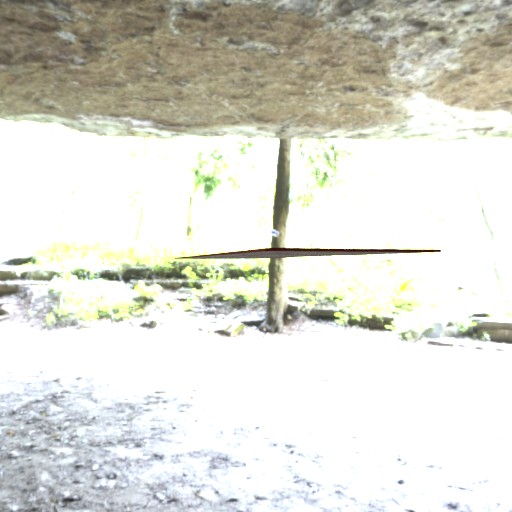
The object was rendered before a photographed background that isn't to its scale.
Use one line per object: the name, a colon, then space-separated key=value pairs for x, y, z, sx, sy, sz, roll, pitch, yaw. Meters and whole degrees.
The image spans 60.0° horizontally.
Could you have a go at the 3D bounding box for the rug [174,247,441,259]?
rug: x=0.000 y=0.000 z=2.560 sx=0.659 sy=0.015 sz=2.292 roll=0 pitch=-1 yaw=-17
